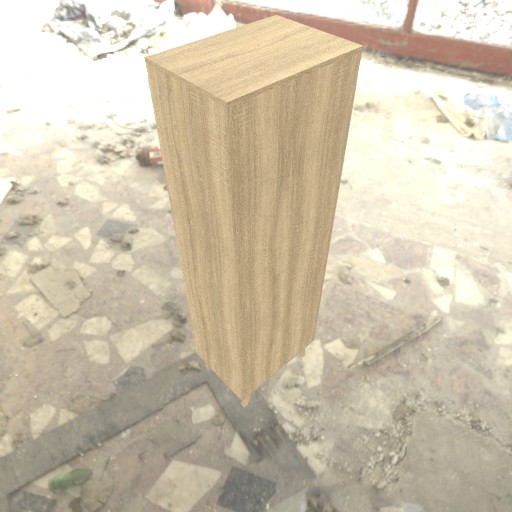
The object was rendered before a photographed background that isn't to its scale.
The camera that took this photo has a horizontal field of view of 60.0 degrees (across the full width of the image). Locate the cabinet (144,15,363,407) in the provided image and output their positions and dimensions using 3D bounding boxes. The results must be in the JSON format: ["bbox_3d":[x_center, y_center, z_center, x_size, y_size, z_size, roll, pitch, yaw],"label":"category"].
[{"bbox_3d":[0.000,0.000,2.059,0.570,1.850,0.400,-33,54,-28],"label":"cabinet"}]
